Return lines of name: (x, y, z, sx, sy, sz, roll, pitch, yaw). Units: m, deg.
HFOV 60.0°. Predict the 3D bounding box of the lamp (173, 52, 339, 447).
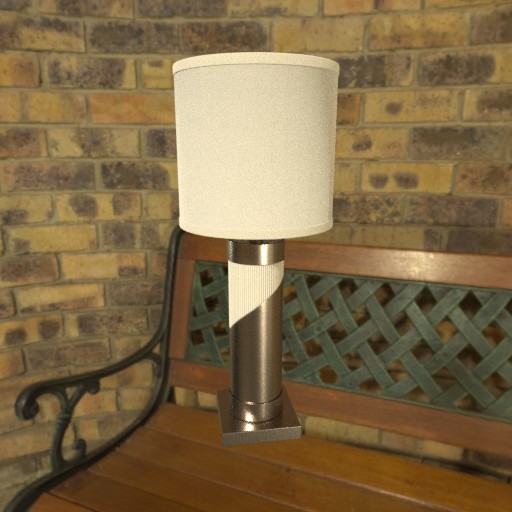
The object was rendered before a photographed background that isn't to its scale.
lamp: (0.000, 0.000, 0.606, 0.202, 0.509, 0.202, -2, 15, -9)
